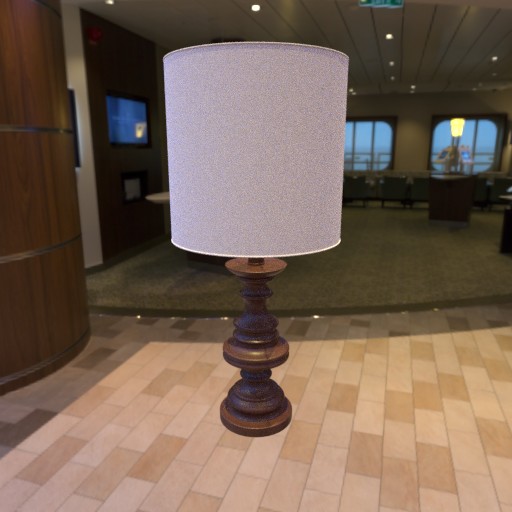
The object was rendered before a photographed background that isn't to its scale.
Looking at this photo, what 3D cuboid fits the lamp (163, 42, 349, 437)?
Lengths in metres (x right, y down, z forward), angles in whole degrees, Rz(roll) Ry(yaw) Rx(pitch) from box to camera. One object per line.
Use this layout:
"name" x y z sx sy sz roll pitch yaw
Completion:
"lamp" 0.000 0.000 0.562 0.208 0.455 0.208 -8 16 -28
